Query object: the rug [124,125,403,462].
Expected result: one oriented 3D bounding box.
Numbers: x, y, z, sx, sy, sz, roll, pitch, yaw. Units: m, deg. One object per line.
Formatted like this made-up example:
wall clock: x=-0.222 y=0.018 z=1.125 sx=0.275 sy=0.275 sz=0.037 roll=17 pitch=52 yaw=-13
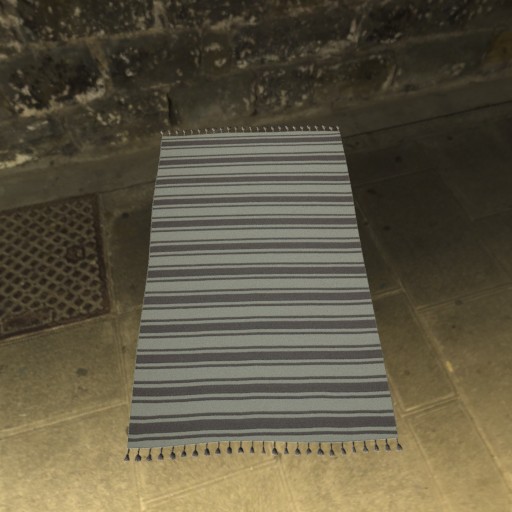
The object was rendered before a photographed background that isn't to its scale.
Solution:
rug: x=0.000 y=0.000 z=2.496 sx=1.229 sy=0.011 sz=2.096 roll=-2 pitch=58 yaw=-1
